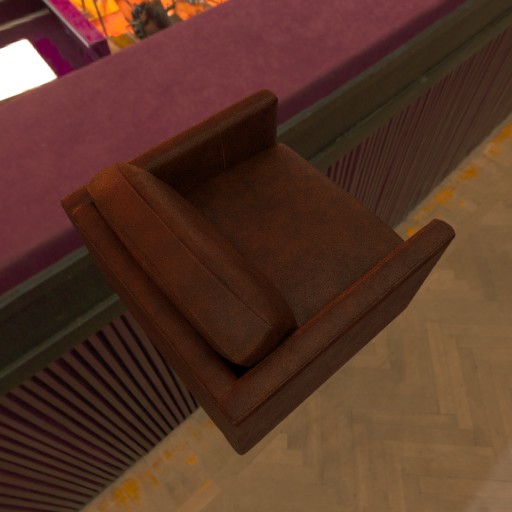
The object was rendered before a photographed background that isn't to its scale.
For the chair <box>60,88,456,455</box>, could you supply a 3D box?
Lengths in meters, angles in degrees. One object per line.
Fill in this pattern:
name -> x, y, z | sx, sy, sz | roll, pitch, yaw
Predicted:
chair -> 0.000, 0.000, 1.729 | 0.975, 0.864, 0.990 | -35, 64, -20
